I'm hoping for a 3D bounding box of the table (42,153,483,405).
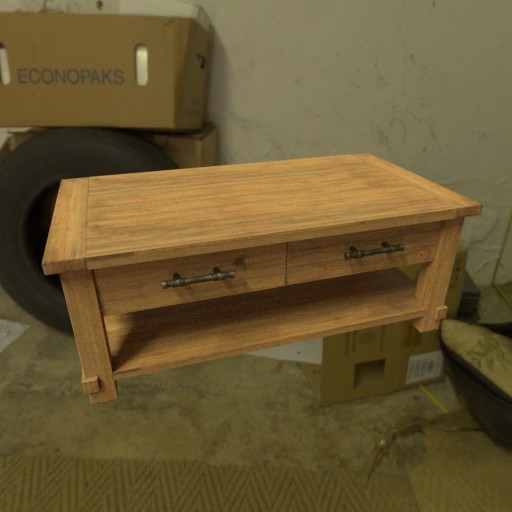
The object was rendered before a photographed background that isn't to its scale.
[{"bbox_3d":[0.000,0.000,1.607,1.270,0.494,0.693,-8,28,-16],"label":"table"}]
